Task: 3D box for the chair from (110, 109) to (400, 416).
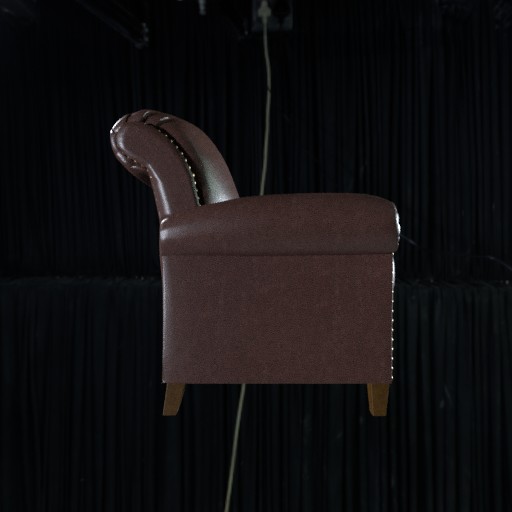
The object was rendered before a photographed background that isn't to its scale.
[{"bbox_3d":[0.000,0.000,1.636,0.890,0.927,0.854,0,1,0],"label":"chair"}]
